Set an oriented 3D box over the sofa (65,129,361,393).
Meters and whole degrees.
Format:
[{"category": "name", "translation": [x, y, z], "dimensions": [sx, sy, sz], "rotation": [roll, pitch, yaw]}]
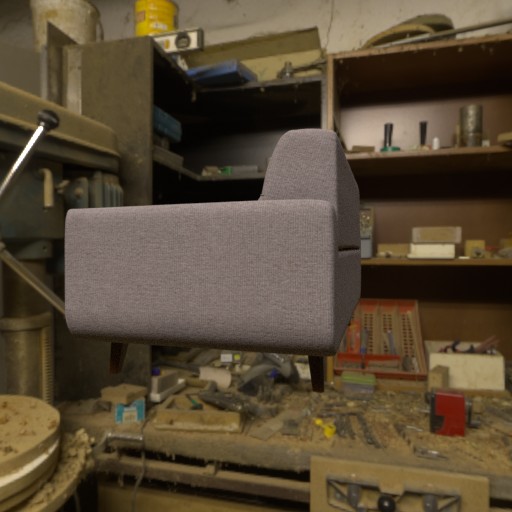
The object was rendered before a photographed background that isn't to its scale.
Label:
[{"category": "sofa", "translation": [0.000, 0.000, 2.121], "dimensions": [0.909, 0.841, 1.631], "rotation": [0, 1, 16]}]
